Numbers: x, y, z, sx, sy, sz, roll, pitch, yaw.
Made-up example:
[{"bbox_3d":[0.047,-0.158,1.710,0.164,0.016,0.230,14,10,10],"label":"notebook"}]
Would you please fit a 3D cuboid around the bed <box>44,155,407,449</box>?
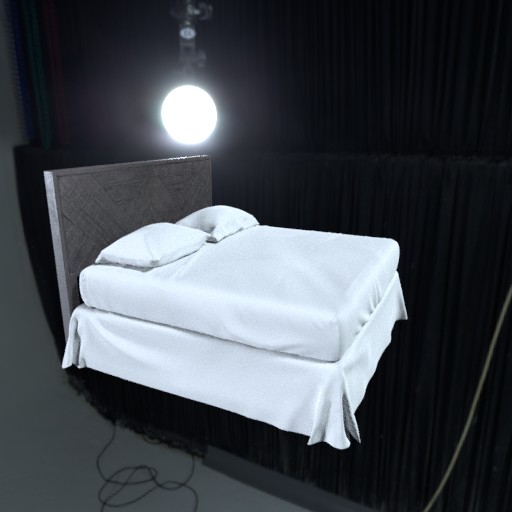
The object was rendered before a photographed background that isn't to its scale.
[{"bbox_3d":[0.000,0.000,2.860,1.785,1.142,1.772,8,18,25],"label":"bed"}]
